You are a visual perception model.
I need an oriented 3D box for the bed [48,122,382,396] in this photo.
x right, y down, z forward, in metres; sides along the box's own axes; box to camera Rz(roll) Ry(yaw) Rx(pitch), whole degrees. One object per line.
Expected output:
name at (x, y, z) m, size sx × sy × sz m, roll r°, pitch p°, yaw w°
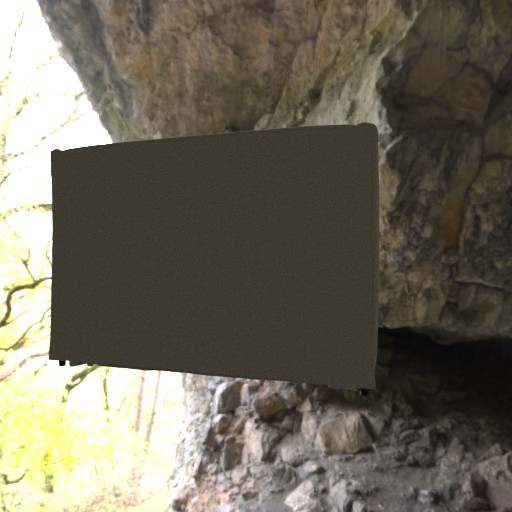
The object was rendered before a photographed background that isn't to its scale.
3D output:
bed at (0.000, 0.000, 3.454) m, size 1.925 × 1.332 × 2.276 m, roll 0°, pitch 1°, yaw 18°
